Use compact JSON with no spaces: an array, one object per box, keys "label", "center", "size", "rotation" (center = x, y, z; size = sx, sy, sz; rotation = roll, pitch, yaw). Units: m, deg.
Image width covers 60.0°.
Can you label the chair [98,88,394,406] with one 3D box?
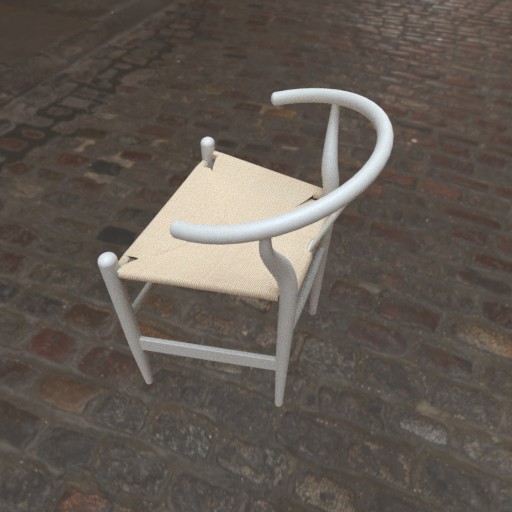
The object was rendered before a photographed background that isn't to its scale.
[{"label":"chair","center":[0.000,0.000,1.082],"size":[0.500,0.736,0.533],"rotation":[16,48,14]}]
